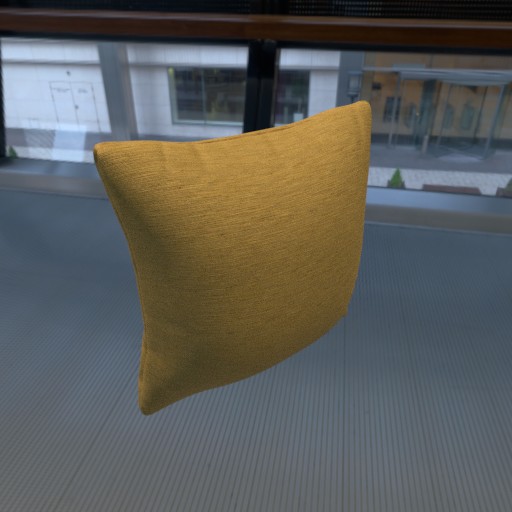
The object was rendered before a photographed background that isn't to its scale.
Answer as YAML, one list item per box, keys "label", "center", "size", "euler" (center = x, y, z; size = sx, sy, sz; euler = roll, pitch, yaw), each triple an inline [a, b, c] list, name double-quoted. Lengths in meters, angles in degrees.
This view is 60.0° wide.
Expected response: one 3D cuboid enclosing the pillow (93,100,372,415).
- label: "pillow"
  center: [0.000, 0.000, 0.684]
  size: [0.435, 0.417, 0.247]
  euler: [-20, 35, -30]
